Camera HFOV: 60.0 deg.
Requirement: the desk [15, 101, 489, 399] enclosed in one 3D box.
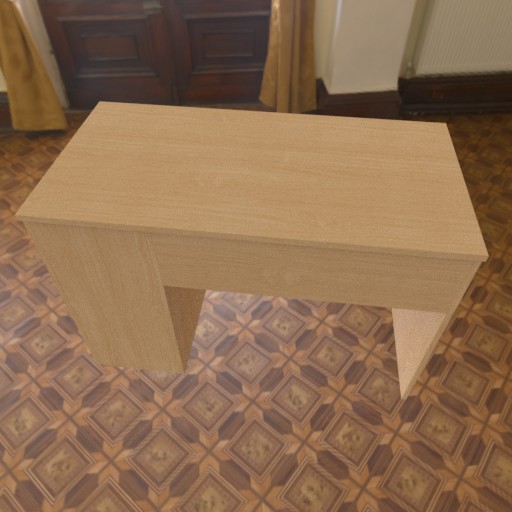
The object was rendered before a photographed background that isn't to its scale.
[{"bbox_3d":[0.000,0.000,1.474,1.097,0.735,0.560,5,47,5],"label":"desk"}]
